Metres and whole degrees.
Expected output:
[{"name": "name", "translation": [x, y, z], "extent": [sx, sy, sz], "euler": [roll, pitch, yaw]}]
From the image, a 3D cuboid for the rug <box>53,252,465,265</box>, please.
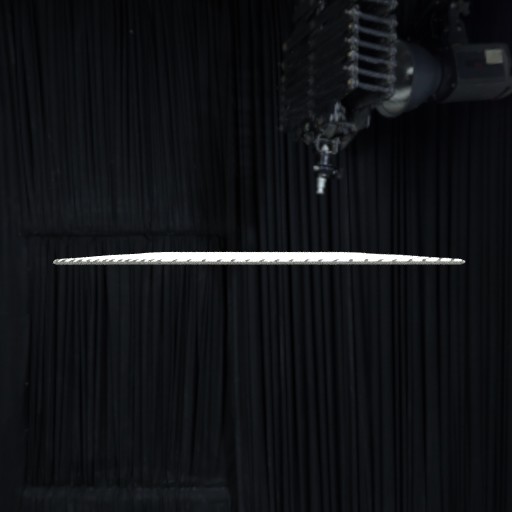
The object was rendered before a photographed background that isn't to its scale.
[{"name": "rug", "translation": [0.000, 0.000, 3.174], "extent": [1.829, 0.028, 2.449], "euler": [0, 1, -1]}]
